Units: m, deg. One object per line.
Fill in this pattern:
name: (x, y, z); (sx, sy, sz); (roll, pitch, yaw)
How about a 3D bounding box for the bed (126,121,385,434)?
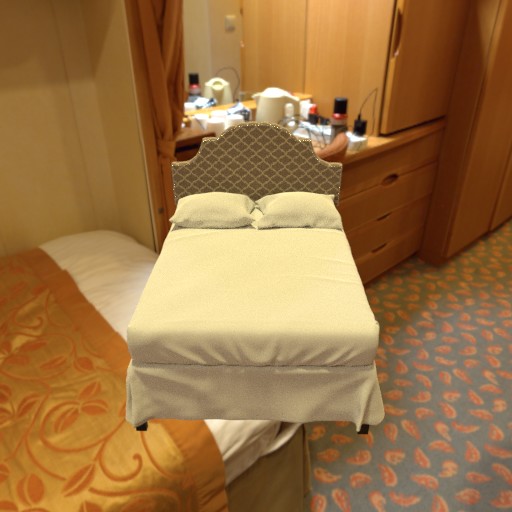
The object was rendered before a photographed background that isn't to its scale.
bed: (0.000, 0.000, 3.471); (1.780, 1.633, 2.222); (1, 30, 1)
